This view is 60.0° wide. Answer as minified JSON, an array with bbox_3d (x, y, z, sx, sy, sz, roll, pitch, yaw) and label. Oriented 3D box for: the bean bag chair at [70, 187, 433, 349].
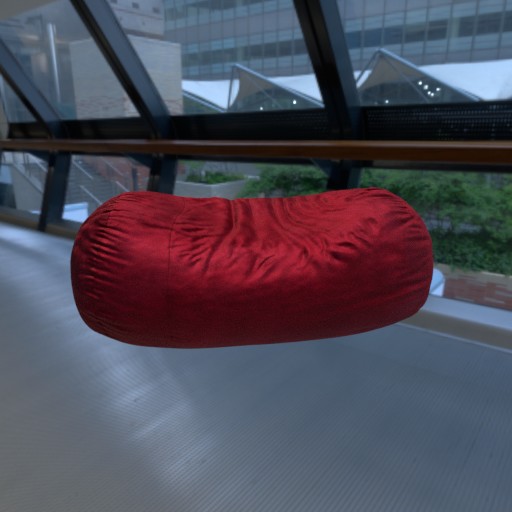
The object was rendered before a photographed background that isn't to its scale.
[{"bbox_3d":[0.000,0.000,2.927,2.293,0.867,1.216,-2,17,-7],"label":"bean bag chair"}]
